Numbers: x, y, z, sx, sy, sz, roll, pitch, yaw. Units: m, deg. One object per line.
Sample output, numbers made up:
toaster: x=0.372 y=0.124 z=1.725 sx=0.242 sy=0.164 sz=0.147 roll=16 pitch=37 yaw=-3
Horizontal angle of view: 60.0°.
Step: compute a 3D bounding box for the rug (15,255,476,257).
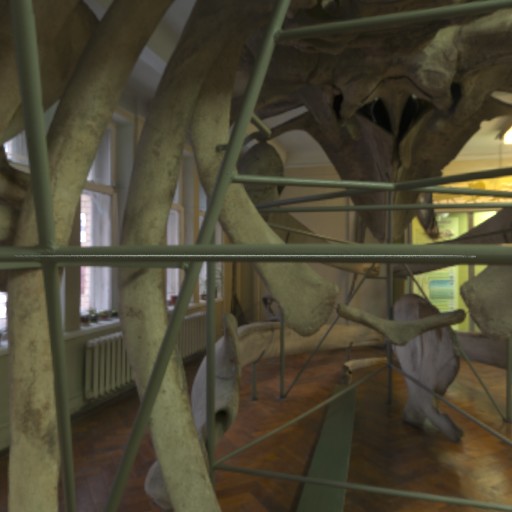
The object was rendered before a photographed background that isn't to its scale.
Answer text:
rug: x=0.000 y=0.000 z=2.262 sx=1.854 sy=0.006 sz=1.234 roll=0 pitch=0 yaw=17
